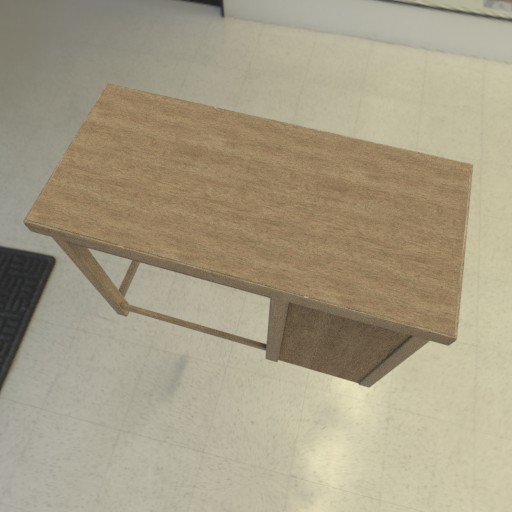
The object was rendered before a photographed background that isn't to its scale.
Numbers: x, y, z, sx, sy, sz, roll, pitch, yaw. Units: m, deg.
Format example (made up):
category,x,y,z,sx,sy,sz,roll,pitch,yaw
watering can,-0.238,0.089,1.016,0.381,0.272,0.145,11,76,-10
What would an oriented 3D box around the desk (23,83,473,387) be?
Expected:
category,x,y,z,sx,sy,sz,roll,pitch,yaw
desk,0.000,0.000,1.791,1.289,0.912,0.610,15,65,7
